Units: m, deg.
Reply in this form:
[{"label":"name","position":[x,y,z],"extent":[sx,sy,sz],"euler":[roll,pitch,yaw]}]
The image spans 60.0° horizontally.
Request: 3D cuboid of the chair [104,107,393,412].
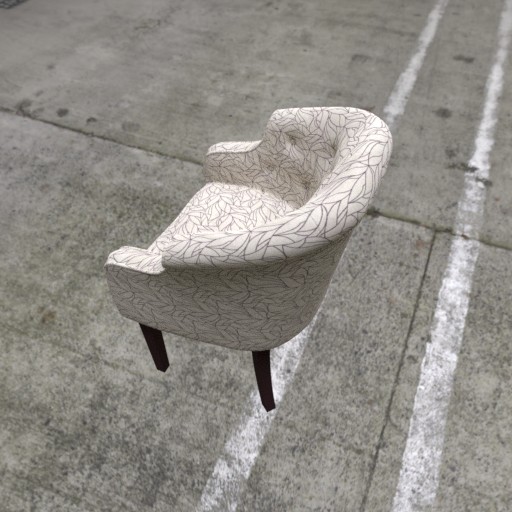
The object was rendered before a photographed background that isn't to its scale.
[{"label":"chair","position":[0.000,0.000,1.327],"extent":[0.613,0.858,0.686],"euler":[18,48,16]}]
